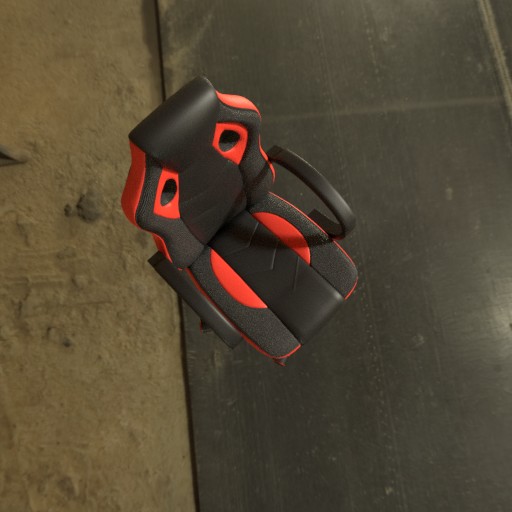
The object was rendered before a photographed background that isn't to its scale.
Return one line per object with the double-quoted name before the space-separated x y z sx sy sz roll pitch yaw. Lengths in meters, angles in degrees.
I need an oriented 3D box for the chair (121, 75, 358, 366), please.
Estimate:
"chair" 0.000 0.000 1.404 0.600 1.016 0.642 -44 80 -10
